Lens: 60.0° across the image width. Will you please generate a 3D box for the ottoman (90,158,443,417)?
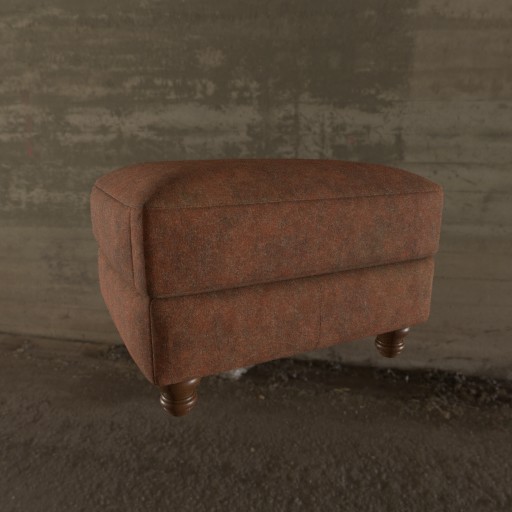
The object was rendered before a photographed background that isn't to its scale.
[{"bbox_3d":[0.000,0.000,1.190,0.787,0.508,0.635,-7,16,-25],"label":"ottoman"}]
